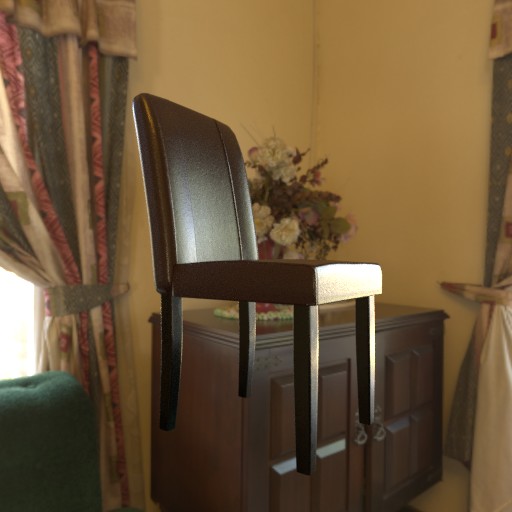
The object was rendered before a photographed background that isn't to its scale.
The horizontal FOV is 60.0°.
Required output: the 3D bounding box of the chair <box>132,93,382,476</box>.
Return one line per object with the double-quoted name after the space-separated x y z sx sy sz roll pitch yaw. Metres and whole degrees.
0.000 0.000 1.195 0.556 0.897 0.399 0 -1 35 "chair"
